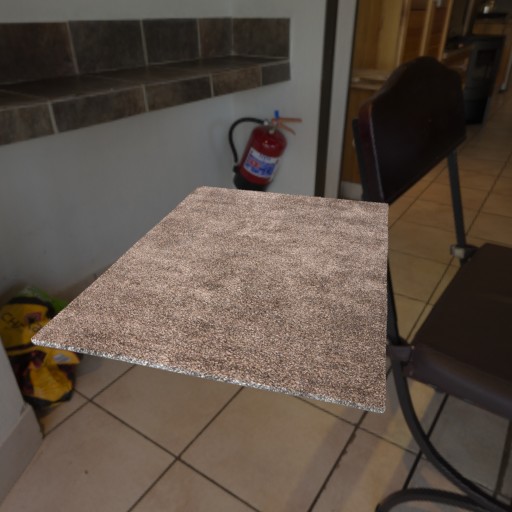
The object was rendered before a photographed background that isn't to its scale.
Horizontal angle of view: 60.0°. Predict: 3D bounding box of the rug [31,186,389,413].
[{"bbox_3d":[0.000,0.000,2.086,1.198,0.025,1.601,7,30,13],"label":"rug"}]
